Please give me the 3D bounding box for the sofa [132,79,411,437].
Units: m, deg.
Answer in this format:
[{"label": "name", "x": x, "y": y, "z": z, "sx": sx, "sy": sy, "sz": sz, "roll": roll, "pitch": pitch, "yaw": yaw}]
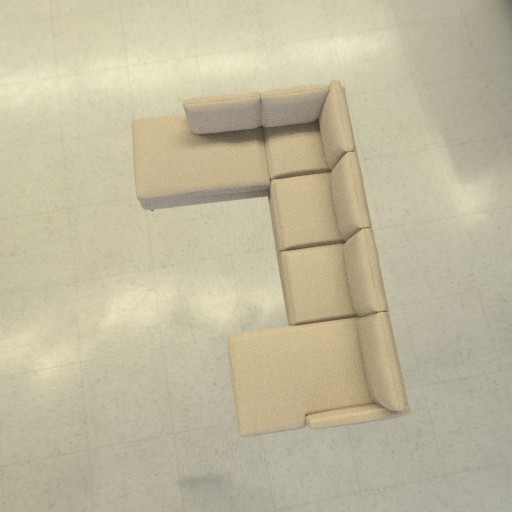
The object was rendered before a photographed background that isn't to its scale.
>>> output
[{"label": "sofa", "x": 0.000, "y": 0.000, "z": 3.604, "sx": 1.879, "sy": 0.756, "sz": 2.737, "roll": -7, "pitch": 77, "yaw": -2}]
